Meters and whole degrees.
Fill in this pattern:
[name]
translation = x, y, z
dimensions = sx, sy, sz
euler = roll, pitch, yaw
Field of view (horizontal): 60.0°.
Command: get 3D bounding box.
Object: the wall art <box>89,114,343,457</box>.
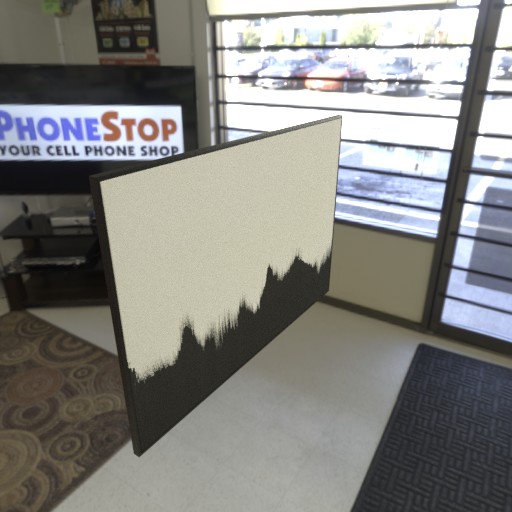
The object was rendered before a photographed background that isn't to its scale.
[wall art]
translation = 0.000, 0.000, 1.244
dimensions = 0.019, 0.660, 0.957
euler = 17, 30, 32
